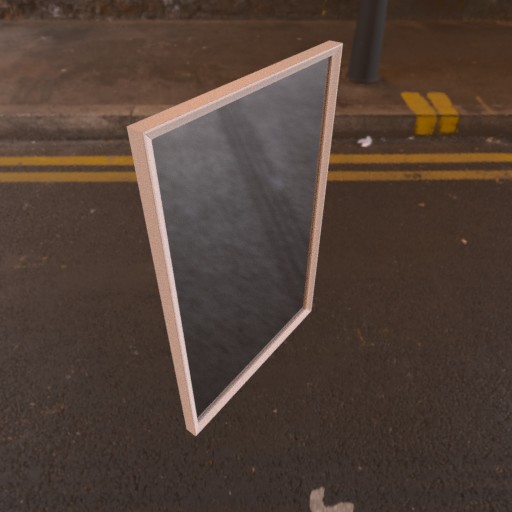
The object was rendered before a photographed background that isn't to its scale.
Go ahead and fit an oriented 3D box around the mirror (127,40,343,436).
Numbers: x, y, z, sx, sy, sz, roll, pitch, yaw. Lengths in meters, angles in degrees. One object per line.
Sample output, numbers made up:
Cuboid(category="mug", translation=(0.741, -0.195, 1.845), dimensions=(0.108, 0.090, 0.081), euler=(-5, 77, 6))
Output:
Cuboid(category="mirror", translation=(0.000, 0.000, 1.155), dimensions=(0.041, 0.915, 0.609), euler=(27, 47, 28))
